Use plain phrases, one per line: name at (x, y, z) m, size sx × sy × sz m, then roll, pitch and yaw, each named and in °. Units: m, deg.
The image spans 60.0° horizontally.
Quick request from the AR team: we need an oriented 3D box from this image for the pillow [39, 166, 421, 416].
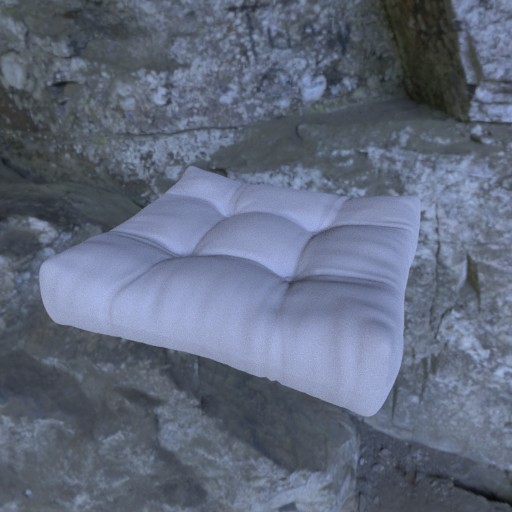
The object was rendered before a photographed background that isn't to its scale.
pillow at (0.000, 0.000, 0.727) m, size 0.490 × 0.128 × 0.468 m, roll 11°, pitch 31°, yaw 18°
